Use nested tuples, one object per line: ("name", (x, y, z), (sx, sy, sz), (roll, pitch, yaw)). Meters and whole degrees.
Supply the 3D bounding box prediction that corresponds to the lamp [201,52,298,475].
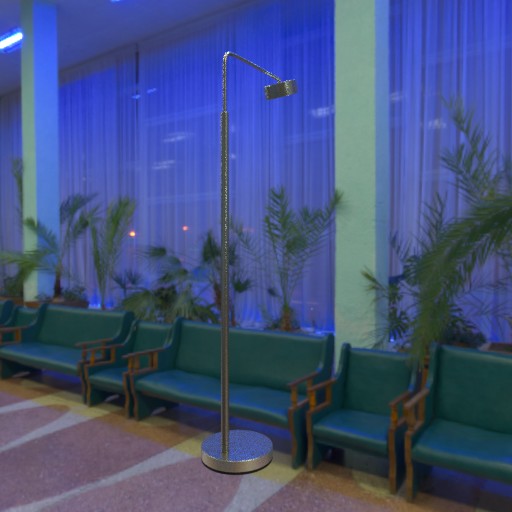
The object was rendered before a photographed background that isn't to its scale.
("lamp", (0.000, 0.000, 1.449), (0.222, 1.250, 0.421), (1, 1, 36))
